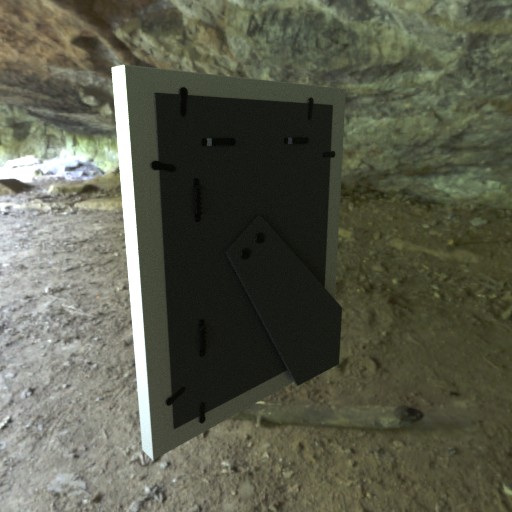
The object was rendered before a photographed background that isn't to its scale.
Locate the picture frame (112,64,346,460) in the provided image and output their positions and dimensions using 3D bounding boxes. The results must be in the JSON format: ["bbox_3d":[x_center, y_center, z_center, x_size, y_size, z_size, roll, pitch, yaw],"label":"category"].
[{"bbox_3d":[0.000,0.000,0.520,0.307,0.386,0.036,-14,21,-41],"label":"picture frame"}]
